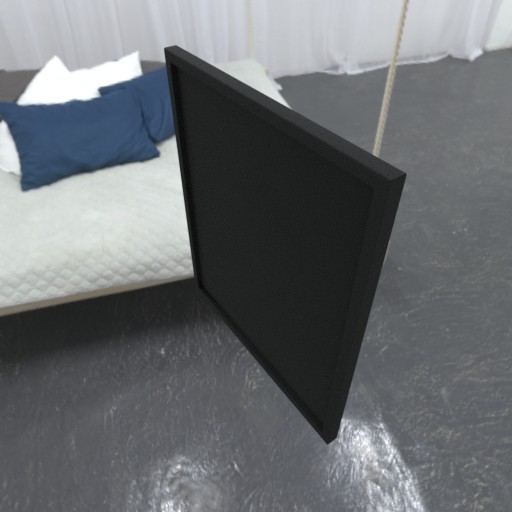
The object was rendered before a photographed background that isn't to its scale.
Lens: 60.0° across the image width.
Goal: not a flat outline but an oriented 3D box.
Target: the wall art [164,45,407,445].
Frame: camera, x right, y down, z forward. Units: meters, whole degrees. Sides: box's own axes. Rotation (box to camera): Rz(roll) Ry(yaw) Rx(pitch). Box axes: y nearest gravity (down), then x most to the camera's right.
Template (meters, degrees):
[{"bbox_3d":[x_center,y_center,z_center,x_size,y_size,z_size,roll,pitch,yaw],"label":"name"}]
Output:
[{"bbox_3d":[0.000,0.000,0.688,0.021,0.508,0.432,-26,48,-25],"label":"wall art"}]
